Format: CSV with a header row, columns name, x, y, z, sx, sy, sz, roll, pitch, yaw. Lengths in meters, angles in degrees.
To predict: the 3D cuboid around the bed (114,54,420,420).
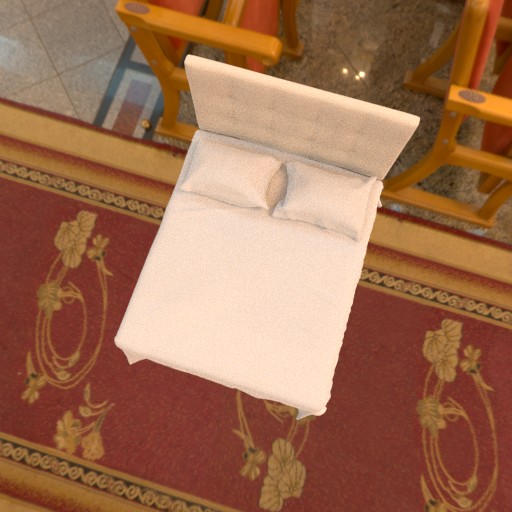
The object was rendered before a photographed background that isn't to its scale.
name,x,y,z,sx,sy,sz,roll,pitch,yaw
bed,0.000,0.000,3.459,1.936,1.577,2.222,17,76,4
